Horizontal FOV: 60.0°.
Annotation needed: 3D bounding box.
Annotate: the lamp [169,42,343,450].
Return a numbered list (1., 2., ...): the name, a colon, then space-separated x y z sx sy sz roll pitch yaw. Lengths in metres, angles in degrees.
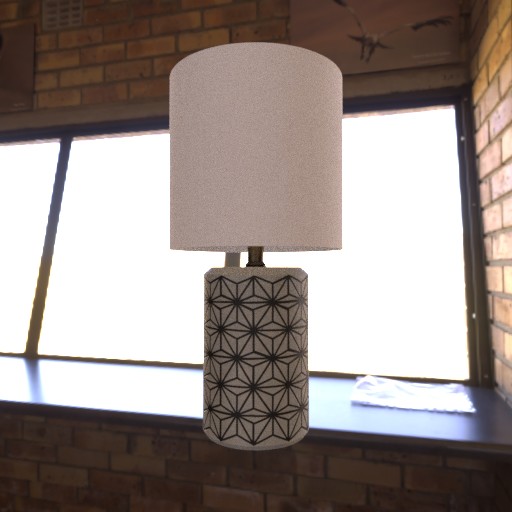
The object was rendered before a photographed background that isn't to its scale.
1. lamp: 0.000 0.000 0.534 0.206 0.416 0.206 0 -1 -17
